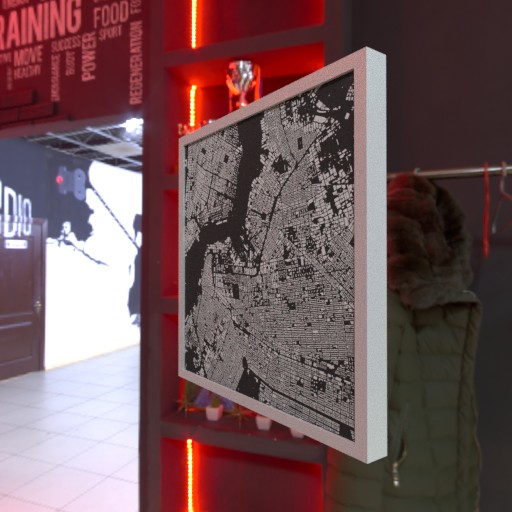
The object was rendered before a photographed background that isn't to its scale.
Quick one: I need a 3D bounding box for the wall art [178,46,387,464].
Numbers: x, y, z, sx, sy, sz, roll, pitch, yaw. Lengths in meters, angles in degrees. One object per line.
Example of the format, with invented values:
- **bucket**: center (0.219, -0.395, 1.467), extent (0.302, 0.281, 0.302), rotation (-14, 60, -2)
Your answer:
- **wall art**: center (0.000, 0.000, 0.752), extent (0.038, 0.506, 0.506), rotation (0, -1, -36)
